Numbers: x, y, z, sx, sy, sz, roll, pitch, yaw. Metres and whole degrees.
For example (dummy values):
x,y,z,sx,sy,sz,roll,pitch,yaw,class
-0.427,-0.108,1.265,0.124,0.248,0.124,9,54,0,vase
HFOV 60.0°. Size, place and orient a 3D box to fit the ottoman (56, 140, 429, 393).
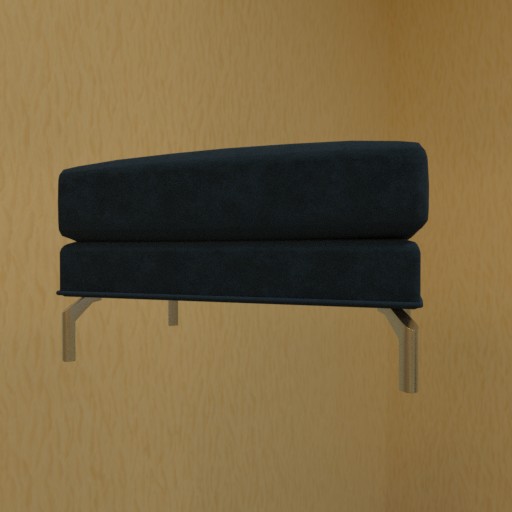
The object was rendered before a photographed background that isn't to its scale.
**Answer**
x,y,z,sx,sy,sz,roll,pitch,yaw,class
0.000,0.000,1.197,0.835,0.498,0.587,0,1,17,ottoman
